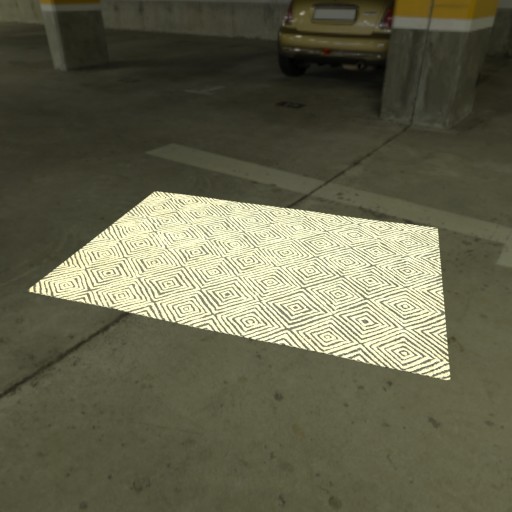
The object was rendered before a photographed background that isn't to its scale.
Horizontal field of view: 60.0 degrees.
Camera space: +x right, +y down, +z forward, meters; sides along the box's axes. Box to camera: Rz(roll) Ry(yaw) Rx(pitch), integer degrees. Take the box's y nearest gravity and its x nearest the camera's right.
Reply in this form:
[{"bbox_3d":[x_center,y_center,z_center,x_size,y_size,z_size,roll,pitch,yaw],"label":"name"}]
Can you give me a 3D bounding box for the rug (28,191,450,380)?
[{"bbox_3d":[0.000,0.000,2.209,1.750,0.004,1.177,9,32,15],"label":"rug"}]
